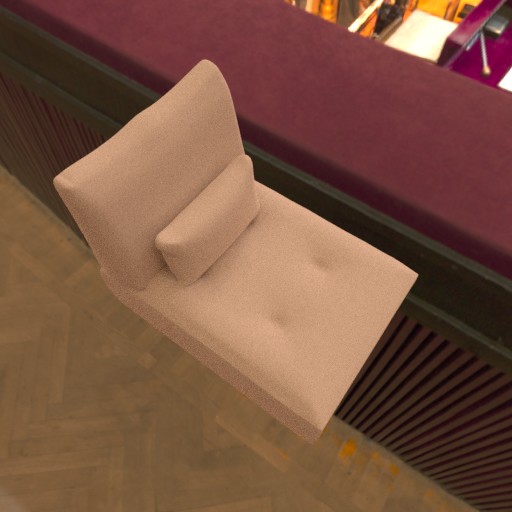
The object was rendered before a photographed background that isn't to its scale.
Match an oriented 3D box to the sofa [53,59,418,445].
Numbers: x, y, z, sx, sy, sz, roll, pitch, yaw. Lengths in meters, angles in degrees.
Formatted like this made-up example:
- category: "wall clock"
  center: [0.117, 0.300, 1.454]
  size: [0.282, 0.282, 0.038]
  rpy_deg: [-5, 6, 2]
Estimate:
- category: "sofa"
  center: [0.000, 0.000, 1.561]
  size: [1.000, 0.820, 0.700]
  rpy_deg: [32, 64, 18]
